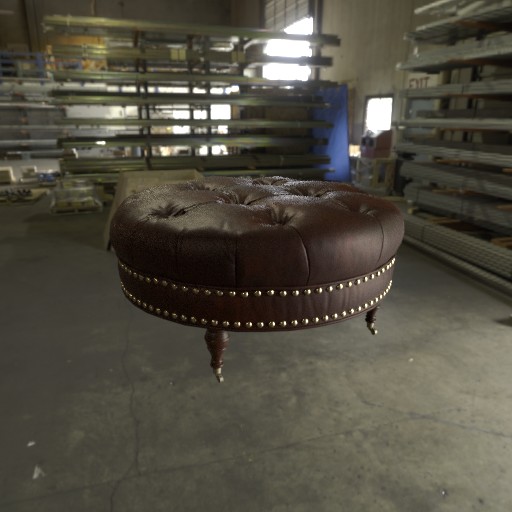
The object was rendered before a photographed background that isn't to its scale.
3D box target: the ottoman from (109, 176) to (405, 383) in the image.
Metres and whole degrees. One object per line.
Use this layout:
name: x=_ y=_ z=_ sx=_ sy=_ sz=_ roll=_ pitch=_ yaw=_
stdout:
ottoman: x=0.000 y=0.000 z=1.431 sx=0.901 sy=0.455 sz=0.901 roll=0 pitch=17 yaw=0
